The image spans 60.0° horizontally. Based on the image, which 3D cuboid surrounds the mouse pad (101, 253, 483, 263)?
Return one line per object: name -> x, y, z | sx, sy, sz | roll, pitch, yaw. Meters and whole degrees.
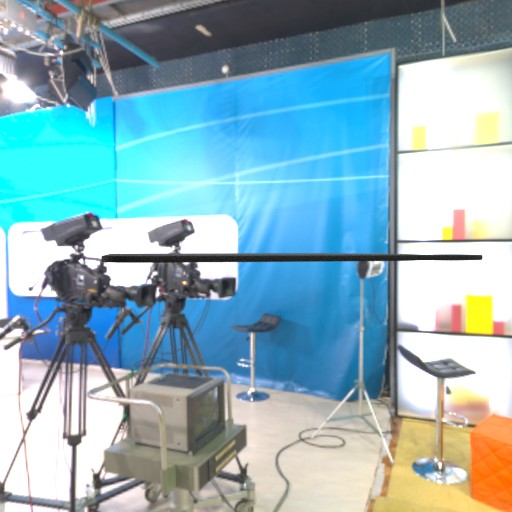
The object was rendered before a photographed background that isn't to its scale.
mouse pad -> 0.000, 0.000, 0.318 | 0.203, 0.003, 0.229 | 0, 1, -17
